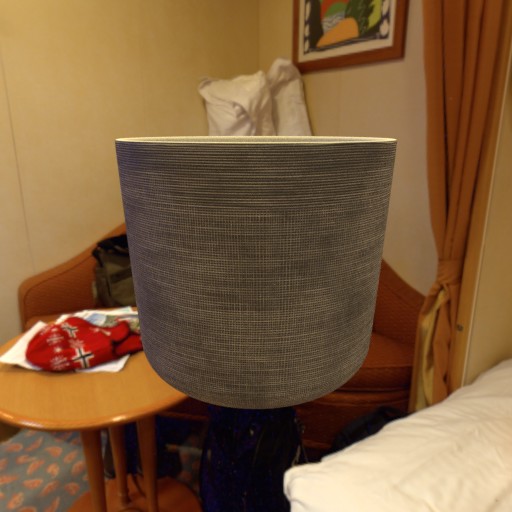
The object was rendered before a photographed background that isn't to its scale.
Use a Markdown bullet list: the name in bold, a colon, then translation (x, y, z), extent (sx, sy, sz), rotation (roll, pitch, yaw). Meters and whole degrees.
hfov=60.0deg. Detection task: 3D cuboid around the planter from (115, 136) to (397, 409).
- **planter**: translation (0.000, 0.000, 0.777), extent (0.440, 0.398, 0.440), rotation (0, 16, 0)
